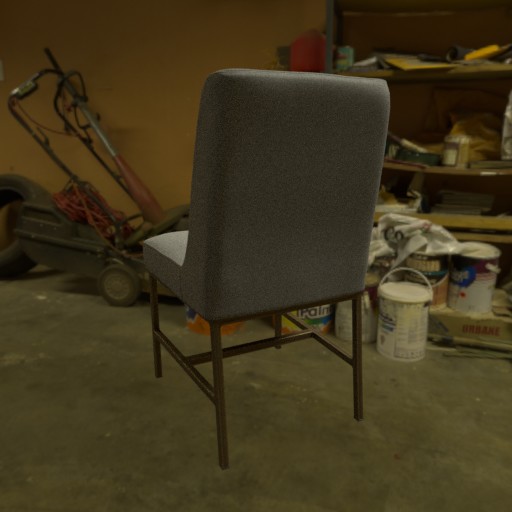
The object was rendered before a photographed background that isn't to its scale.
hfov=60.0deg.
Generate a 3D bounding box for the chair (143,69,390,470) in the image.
[{"bbox_3d":[0.000,0.000,1.243,0.508,0.889,0.587,-7,16,-27],"label":"chair"}]
